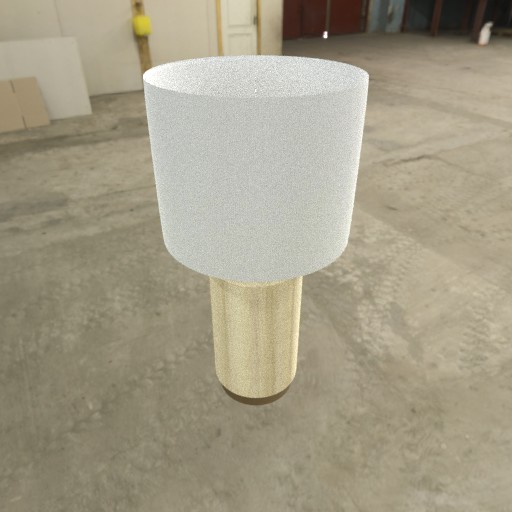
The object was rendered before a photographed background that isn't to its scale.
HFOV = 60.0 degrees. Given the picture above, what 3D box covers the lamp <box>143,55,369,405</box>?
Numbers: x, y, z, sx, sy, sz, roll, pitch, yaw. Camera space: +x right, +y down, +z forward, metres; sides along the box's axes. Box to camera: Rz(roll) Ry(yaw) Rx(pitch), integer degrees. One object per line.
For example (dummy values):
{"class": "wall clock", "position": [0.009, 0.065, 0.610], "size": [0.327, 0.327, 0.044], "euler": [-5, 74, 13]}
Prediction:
{"class": "lamp", "position": [0.000, 0.000, 0.571], "size": [0.228, 0.444, 0.228], "euler": [0, 32, 0]}
